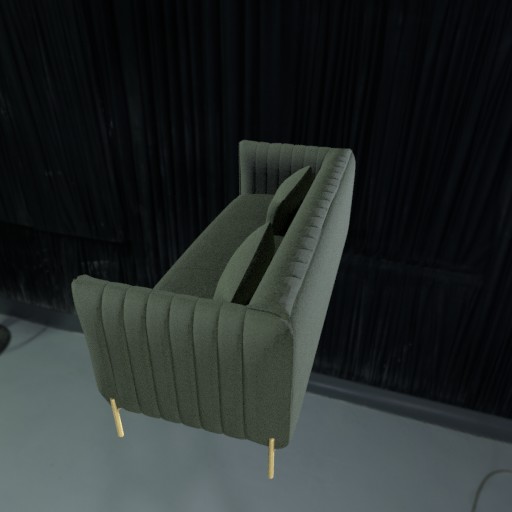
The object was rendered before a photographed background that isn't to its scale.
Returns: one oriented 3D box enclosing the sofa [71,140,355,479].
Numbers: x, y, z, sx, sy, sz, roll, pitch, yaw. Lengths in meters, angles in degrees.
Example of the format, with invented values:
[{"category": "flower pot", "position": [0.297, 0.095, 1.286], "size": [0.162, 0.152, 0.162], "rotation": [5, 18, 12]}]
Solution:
[{"category": "sofa", "position": [0.000, 0.000, 2.566], "size": [0.896, 0.793, 2.137], "rotation": [8, 31, 14]}]
